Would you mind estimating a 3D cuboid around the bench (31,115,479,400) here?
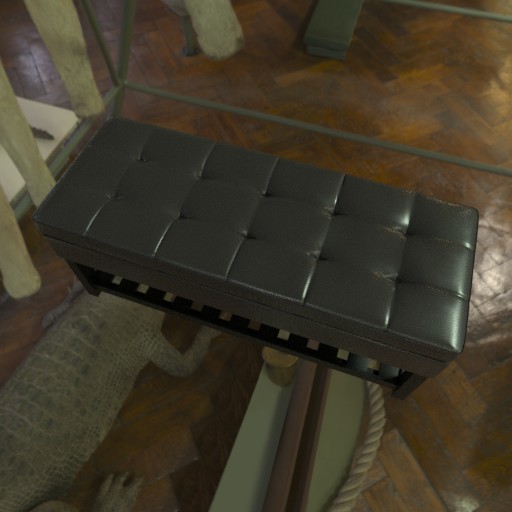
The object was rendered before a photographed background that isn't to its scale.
[{"bbox_3d":[0.000,0.000,1.330,1.105,0.460,0.432,17,60,10],"label":"bench"}]
